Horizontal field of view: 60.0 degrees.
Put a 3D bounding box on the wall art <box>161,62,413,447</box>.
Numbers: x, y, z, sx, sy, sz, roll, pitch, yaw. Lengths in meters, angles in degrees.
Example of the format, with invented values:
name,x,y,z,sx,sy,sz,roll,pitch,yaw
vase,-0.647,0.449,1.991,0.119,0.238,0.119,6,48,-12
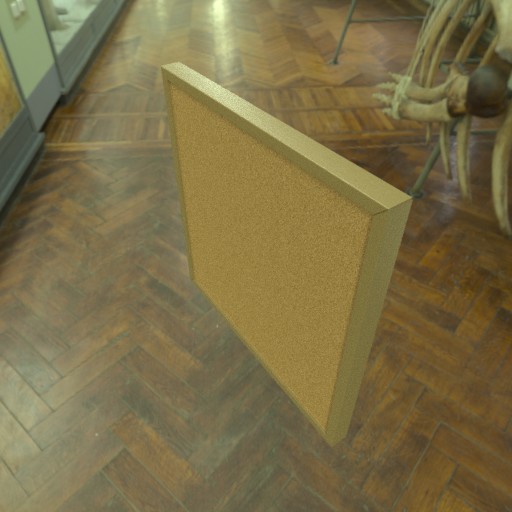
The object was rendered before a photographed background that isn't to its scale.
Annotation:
name,x,y,z,sx,sy,sz,roll,pitch,yaw
wall art,0.000,0.000,0.770,0.036,0.509,0.509,-25,47,-26
